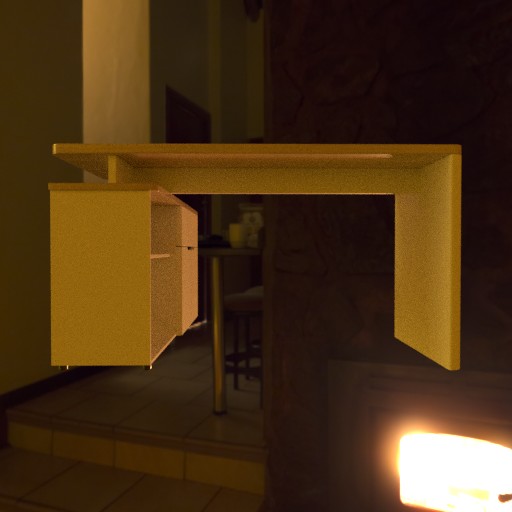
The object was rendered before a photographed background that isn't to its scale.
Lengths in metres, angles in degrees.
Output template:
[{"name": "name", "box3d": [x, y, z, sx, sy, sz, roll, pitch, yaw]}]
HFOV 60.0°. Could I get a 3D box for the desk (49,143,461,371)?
[{"name": "desk", "box3d": [0.000, 0.000, 2.080, 1.400, 0.770, 1.175, 0, 1, -1]}]
